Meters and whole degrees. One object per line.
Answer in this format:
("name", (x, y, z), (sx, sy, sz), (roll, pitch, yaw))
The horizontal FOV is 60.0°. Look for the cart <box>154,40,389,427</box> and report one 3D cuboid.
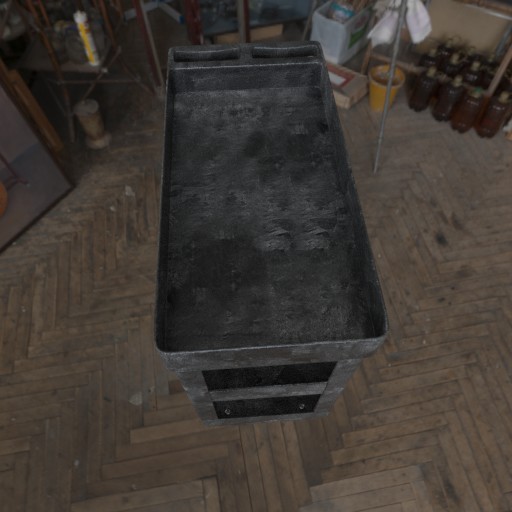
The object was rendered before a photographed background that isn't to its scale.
("cart", (0.000, 0.000, 1.341), (0.420, 0.824, 0.877), (-3, 59, -2))
